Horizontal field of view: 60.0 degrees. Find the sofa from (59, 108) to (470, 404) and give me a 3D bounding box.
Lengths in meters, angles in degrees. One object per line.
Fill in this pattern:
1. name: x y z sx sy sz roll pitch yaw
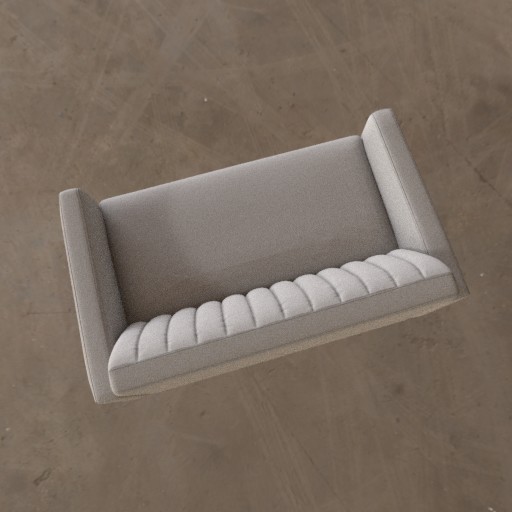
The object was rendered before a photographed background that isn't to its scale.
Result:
1. sofa: 0.000 0.000 2.117 1.585 0.801 0.950 -15 74 -4
